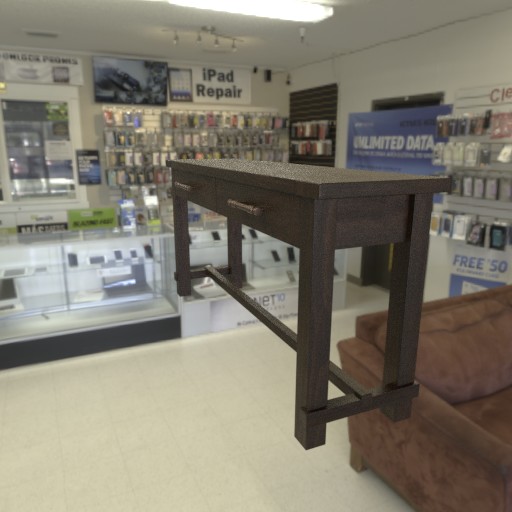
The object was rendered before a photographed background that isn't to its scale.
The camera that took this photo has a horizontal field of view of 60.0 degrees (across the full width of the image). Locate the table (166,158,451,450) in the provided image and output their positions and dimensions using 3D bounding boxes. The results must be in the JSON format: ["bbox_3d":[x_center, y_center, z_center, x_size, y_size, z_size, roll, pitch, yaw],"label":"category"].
[{"bbox_3d":[0.000,0.000,1.902,0.442,0.762,1.599,-6,16,-23],"label":"table"}]
